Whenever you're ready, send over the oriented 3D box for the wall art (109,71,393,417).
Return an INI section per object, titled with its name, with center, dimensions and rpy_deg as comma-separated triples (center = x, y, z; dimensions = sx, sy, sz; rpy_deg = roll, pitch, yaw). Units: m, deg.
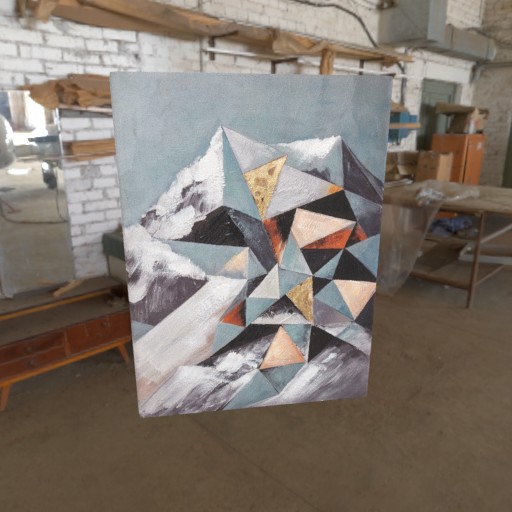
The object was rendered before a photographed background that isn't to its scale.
[wall art]
center = 0.000, 0.000, 0.806
dimensions = 0.455, 0.613, 0.037
rpy_deg = -3, 17, -8
